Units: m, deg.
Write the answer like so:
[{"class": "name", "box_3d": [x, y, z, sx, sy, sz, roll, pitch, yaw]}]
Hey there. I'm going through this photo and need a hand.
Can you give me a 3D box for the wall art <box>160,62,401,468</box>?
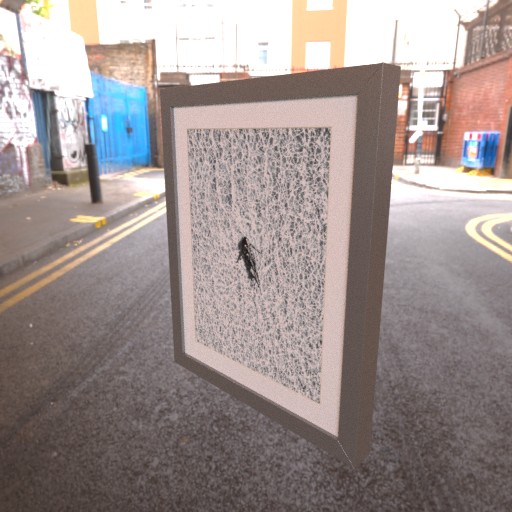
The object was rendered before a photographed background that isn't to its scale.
[{"class": "wall art", "box_3d": [0.000, 0.000, 0.510, 0.308, 0.379, 0.030, 15, 21, 43]}]
